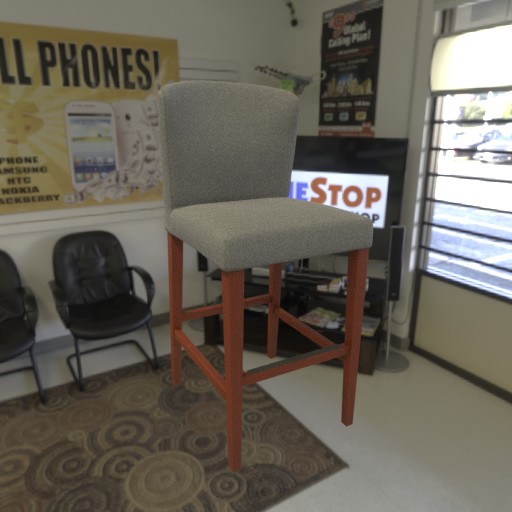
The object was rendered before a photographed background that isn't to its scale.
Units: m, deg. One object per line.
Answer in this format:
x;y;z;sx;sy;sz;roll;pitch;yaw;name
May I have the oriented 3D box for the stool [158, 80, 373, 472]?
0.000;0.000;1.399;0.481;1.069;0.568;-9;19;-28;stool
